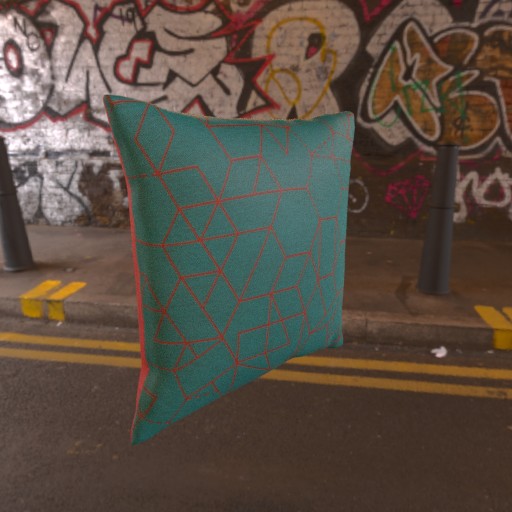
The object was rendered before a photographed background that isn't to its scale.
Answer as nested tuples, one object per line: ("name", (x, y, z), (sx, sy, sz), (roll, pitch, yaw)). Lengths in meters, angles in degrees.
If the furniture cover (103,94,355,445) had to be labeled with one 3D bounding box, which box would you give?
("furniture cover", (0.000, 0.000, 0.782), (0.517, 0.508, 0.158), (-13, 20, -41))
